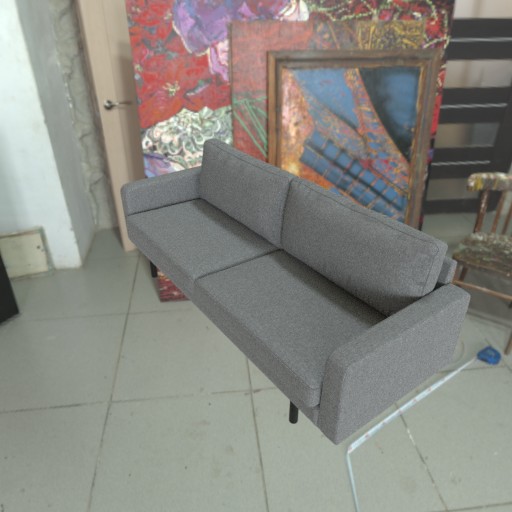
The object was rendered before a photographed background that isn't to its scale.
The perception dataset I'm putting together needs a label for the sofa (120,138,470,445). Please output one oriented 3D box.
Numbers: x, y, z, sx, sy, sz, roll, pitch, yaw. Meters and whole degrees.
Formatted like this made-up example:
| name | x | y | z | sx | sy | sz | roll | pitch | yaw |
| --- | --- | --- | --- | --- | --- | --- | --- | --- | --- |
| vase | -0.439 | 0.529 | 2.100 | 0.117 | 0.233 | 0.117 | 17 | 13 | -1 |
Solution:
| name | x | y | z | sx | sy | sz | roll | pitch | yaw |
| --- | --- | --- | --- | --- | --- | --- | --- | --- | --- |
| sofa | 0.000 | 0.000 | 2.672 | 0.880 | 0.880 | 2.200 | -21 | 37 | -30 |
